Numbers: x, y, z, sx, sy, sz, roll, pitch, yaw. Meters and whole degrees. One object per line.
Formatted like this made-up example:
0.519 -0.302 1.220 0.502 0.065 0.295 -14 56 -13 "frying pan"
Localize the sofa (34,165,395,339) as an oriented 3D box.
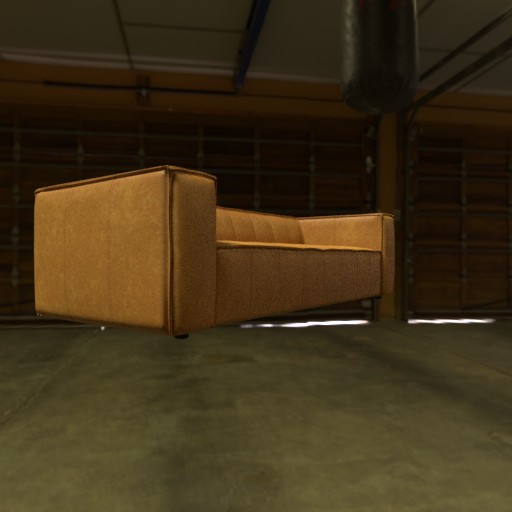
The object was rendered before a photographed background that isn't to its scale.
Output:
0.000 0.000 3.024 1.102 0.701 2.581 0 0 36 "sofa"
